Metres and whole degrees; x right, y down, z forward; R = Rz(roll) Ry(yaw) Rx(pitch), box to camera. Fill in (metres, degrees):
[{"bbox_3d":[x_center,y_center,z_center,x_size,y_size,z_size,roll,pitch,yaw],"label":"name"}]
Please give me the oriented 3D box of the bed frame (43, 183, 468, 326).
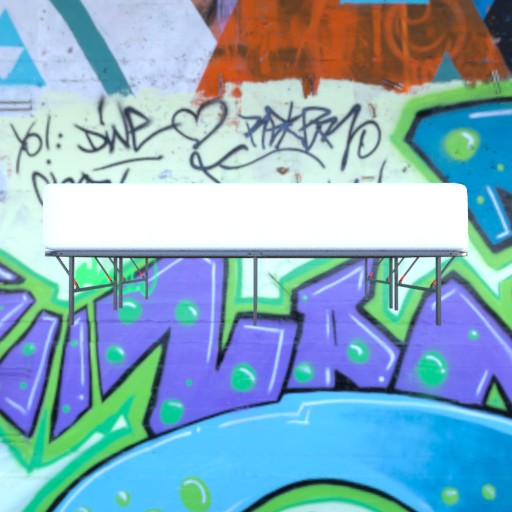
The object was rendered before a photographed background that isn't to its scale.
[{"bbox_3d":[0.000,0.000,2.829,2.037,0.677,1.528,0,-1,0],"label":"bed frame"}]
